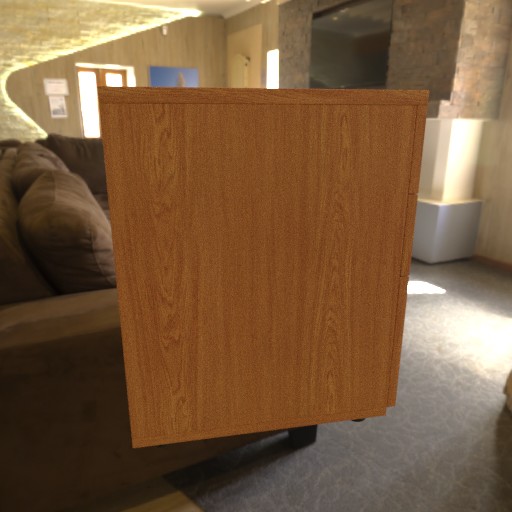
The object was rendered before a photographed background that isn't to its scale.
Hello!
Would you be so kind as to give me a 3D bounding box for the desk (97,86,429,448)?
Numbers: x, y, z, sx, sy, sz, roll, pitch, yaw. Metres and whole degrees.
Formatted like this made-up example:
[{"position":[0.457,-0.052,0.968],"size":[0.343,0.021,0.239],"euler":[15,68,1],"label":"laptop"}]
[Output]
[{"position":[0.000,0.000,1.066],"size":[0.600,0.730,0.404],"euler":[-3,17,-10],"label":"desk"}]
